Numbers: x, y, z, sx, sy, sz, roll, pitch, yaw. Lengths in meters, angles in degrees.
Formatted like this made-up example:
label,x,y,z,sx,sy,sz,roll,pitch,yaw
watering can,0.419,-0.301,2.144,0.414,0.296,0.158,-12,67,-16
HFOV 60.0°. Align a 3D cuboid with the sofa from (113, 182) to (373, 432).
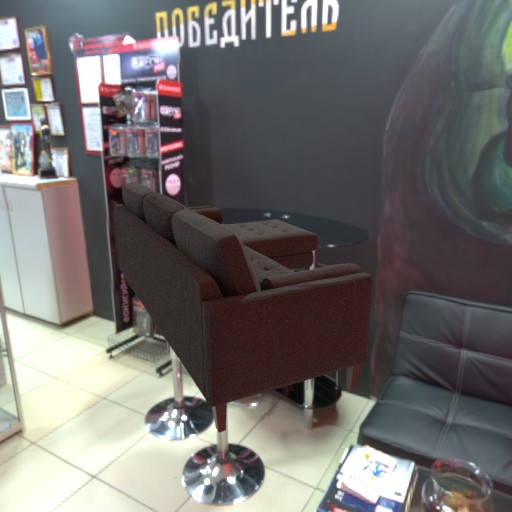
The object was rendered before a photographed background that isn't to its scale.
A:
label,x,y,z,sx,sy,sz,roll,pitch,yaw
sofa,0.000,0.000,3.004,1.506,0.876,2.178,-8,18,-25
